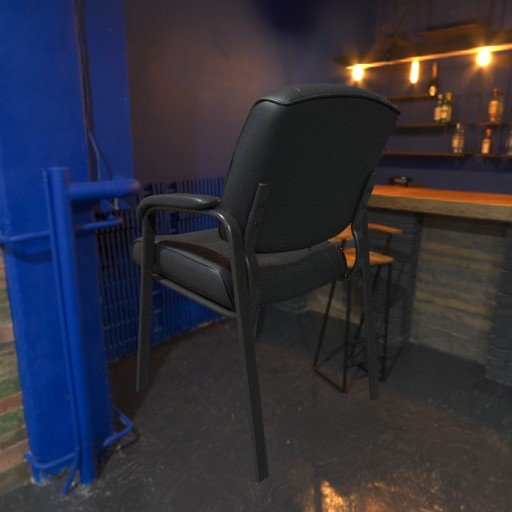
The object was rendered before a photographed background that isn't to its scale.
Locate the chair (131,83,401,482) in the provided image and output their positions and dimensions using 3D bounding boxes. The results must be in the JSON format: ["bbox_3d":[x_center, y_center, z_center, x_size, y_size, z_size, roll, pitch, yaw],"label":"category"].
[{"bbox_3d":[0.000,0.000,1.322,0.591,0.910,0.668,-13,19,-42],"label":"chair"}]
